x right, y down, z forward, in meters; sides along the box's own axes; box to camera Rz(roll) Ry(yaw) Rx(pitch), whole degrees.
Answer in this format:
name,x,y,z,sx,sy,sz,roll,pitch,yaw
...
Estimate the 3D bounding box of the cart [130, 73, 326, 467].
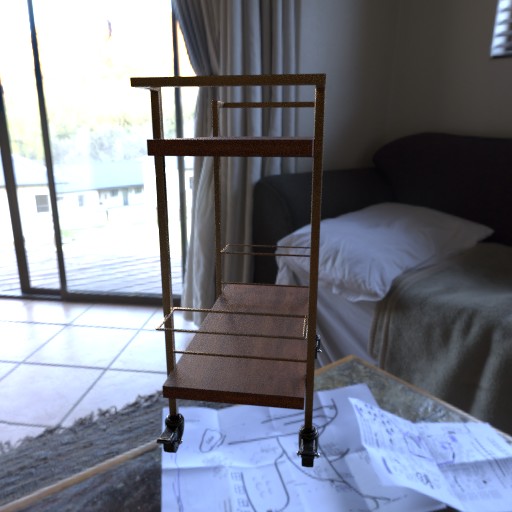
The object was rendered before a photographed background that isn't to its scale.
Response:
name,x,y,z,sx,sy,sz,roll,pitch,yaw
cart,0.000,0.000,1.165,0.364,0.807,0.695,2,16,8
